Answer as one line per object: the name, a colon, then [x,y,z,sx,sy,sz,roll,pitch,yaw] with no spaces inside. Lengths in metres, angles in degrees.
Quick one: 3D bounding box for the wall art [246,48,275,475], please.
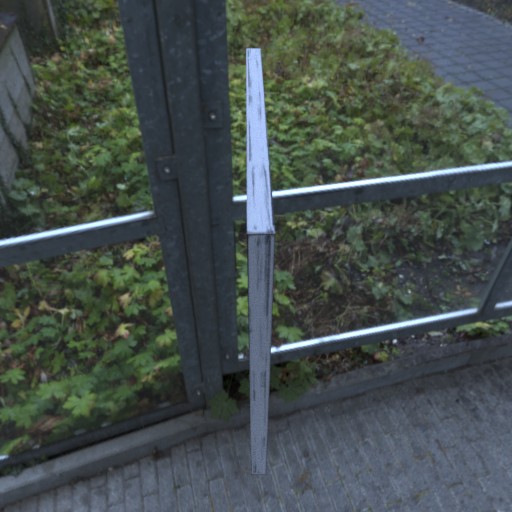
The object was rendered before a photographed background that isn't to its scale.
wall art: [0.000,0.000,1.117,0.037,0.761,0.761,-1,42,-1]
